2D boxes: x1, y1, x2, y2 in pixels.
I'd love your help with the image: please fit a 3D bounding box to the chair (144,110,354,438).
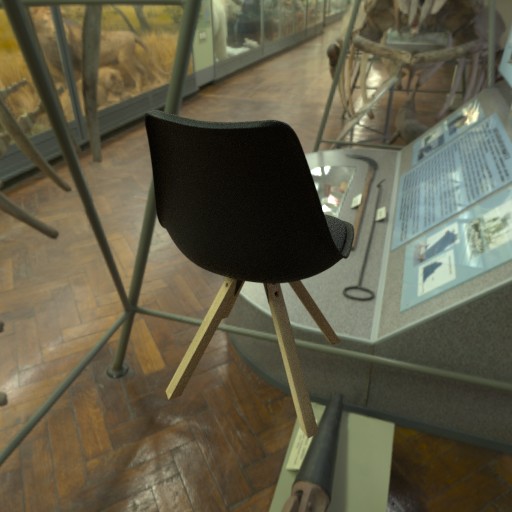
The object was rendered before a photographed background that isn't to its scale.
[{"bbox_3d":[0.000,0.000,1.176,0.485,0.850,0.549,10,33,15],"label":"chair"}]
